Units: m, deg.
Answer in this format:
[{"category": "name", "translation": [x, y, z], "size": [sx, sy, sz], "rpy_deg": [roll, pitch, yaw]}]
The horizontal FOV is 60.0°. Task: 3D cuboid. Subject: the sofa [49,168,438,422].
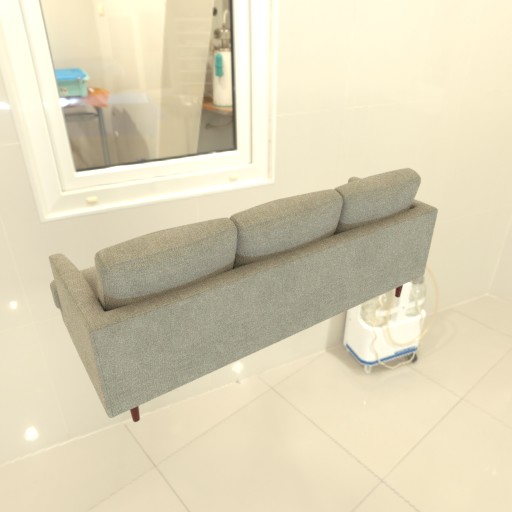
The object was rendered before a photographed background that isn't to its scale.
[{"category": "sofa", "translation": [0.000, 0.000, 2.722], "size": [2.246, 0.930, 0.903], "rpy_deg": [-18, 34, -29]}]
